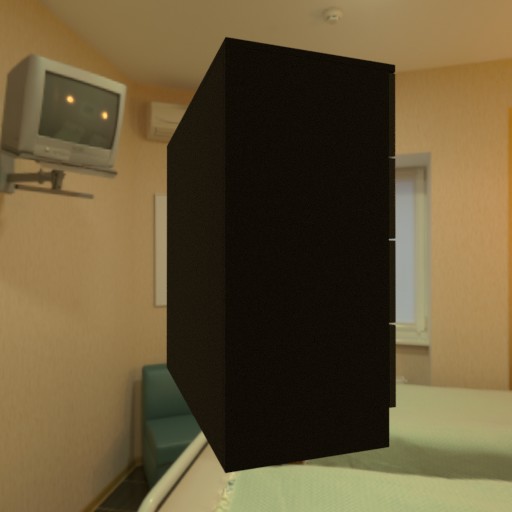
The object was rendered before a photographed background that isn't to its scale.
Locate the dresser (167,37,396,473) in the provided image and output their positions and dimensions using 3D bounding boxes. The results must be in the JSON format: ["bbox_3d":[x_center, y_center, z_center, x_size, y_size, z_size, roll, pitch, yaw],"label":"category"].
[{"bbox_3d":[0.000,0.000,1.143,0.360,0.720,0.750,0,0,-19],"label":"dresser"}]
